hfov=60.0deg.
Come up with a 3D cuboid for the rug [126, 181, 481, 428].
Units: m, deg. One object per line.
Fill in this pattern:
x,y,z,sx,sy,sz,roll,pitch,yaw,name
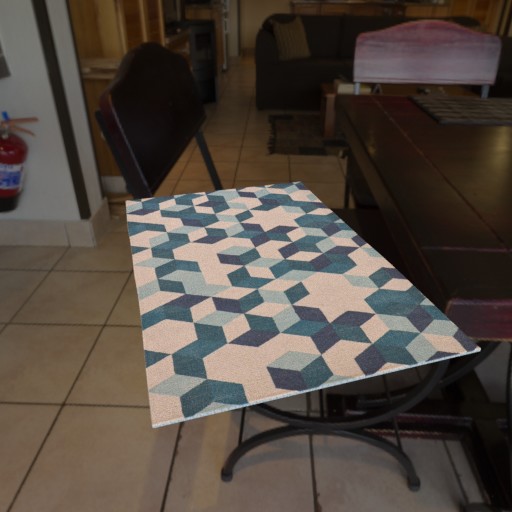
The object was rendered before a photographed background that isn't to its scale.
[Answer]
0.000,0.000,2.275,1.235,0.014,1.829,-9,31,-14,rug
